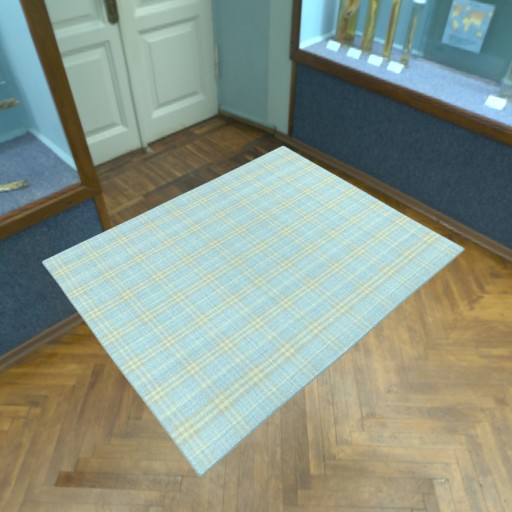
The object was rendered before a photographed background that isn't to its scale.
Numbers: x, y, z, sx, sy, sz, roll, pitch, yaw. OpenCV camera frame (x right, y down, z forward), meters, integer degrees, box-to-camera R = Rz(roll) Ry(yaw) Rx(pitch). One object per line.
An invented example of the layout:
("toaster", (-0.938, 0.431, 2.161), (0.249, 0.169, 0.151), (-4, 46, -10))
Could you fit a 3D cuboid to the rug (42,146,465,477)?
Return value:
("rug", (0.000, 0.000, 4.080), (3.066, 0.030, 2.462), (-32, 53, -28))
